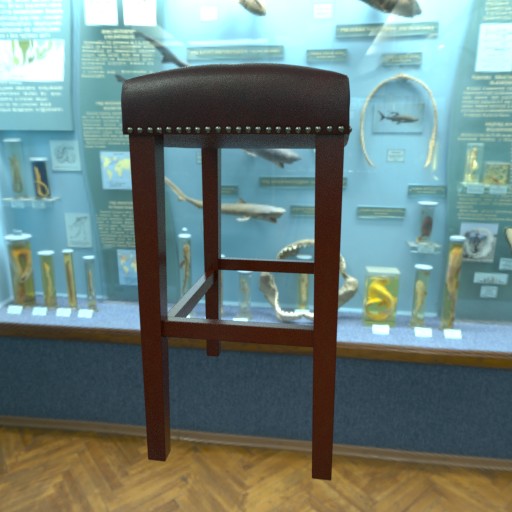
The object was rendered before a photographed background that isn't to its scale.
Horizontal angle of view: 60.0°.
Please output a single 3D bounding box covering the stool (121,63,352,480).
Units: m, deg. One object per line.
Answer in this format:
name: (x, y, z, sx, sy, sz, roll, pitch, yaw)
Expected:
stool: (0.000, 0.000, 0.998, 0.372, 0.742, 0.504, 2, 15, 9)
